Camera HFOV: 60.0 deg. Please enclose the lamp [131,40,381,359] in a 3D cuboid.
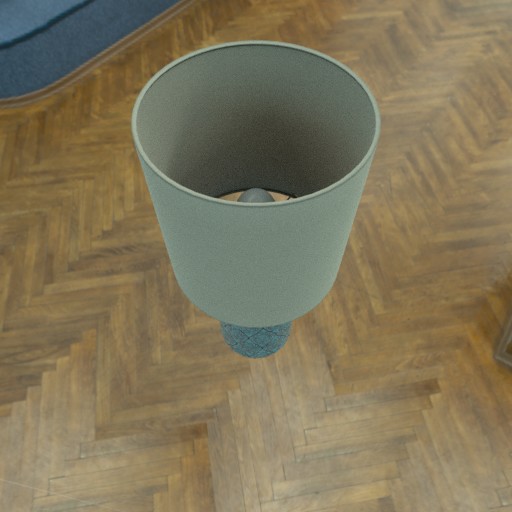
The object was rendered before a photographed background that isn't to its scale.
[{"bbox_3d":[0.000,0.000,0.749,0.278,0.597,0.278,33,63,19],"label":"lamp"}]
